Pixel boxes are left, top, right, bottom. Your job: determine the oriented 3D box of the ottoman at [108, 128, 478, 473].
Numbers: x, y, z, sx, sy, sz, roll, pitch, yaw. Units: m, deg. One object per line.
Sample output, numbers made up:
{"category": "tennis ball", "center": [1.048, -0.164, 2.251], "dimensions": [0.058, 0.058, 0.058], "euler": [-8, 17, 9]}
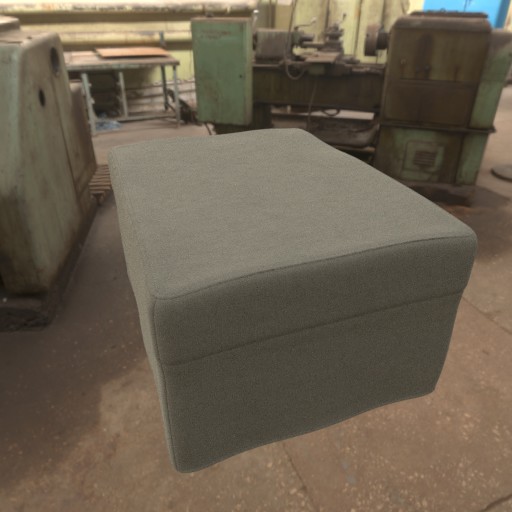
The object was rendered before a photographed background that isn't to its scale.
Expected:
{"category": "ottoman", "center": [0.000, 0.000, 1.188], "dimensions": [0.648, 0.461, 0.833], "euler": [-11, 33, -17]}
